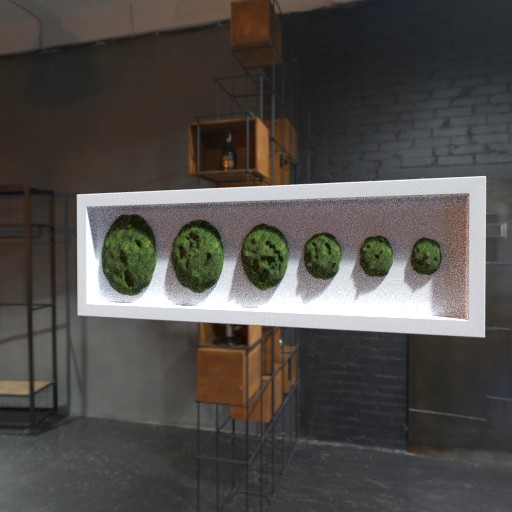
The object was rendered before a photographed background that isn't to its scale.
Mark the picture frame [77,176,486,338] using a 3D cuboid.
[{"bbox_3d":[0.000,0.000,0.823,0.759,0.250,0.050,0,1,18],"label":"picture frame"}]
